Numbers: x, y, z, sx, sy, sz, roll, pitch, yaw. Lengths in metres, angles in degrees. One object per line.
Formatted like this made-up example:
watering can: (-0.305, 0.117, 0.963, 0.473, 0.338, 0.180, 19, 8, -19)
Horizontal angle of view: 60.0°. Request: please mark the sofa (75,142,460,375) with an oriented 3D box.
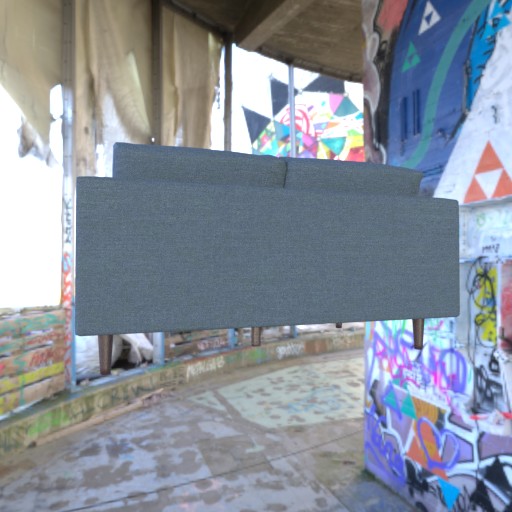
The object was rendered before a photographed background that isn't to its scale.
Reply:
sofa: (0.000, 0.000, 2.250, 1.659, 0.907, 0.999, 0, -1, -20)
